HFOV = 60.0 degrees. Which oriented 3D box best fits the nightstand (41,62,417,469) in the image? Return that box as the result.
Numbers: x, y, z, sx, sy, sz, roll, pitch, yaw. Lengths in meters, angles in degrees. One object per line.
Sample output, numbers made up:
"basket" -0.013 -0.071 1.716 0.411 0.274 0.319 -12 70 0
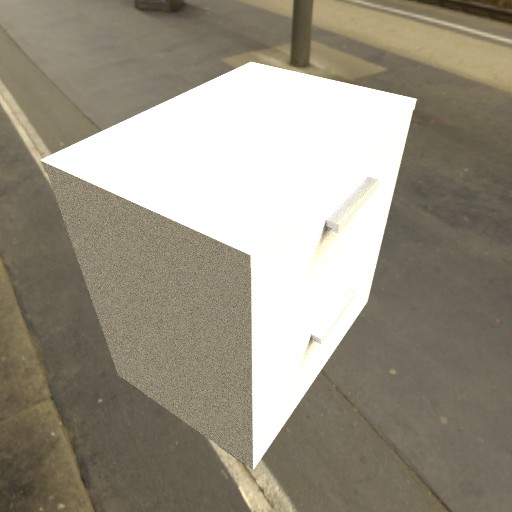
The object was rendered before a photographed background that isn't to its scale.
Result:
"nightstand" 0.000 0.000 0.751 0.325 0.460 0.441 24 46 25
